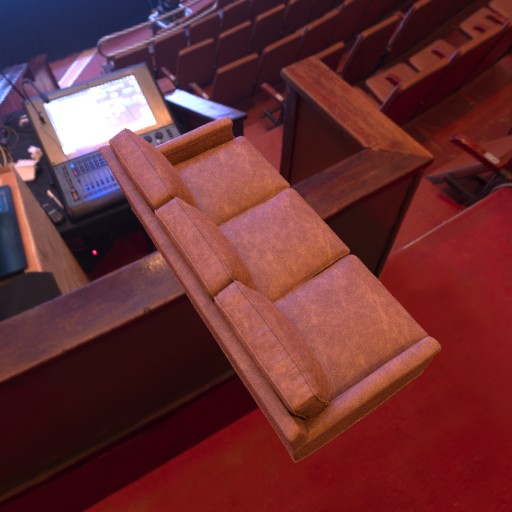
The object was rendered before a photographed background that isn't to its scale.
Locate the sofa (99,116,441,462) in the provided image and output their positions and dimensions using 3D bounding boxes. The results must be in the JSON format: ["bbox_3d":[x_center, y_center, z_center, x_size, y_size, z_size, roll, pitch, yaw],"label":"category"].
[{"bbox_3d":[0.000,0.000,2.849,1.084,1.003,2.246,-29,61,-17],"label":"sofa"}]
